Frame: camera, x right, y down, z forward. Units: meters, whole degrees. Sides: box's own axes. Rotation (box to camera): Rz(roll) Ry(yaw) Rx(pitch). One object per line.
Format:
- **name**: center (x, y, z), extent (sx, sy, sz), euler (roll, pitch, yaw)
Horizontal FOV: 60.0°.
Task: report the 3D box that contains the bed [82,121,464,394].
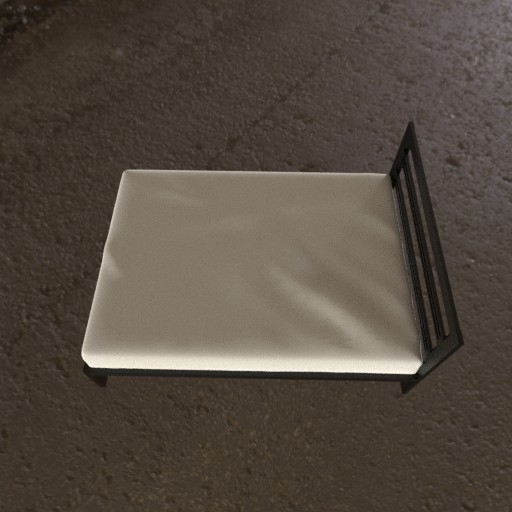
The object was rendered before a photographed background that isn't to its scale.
- **bed**: center (0.000, 0.000, 2.945), extent (2.062, 0.967, 1.524), euler (1, 59, 1)
